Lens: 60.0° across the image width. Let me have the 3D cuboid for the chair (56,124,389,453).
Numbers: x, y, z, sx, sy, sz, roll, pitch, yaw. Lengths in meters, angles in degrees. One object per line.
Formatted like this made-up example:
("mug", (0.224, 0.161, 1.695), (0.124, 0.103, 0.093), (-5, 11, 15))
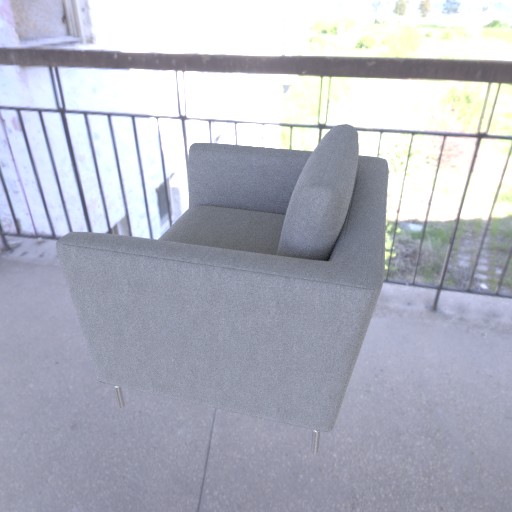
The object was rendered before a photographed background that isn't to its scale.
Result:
("chair", (0.000, 0.000, 1.666), (0.889, 0.864, 1.041), (8, 31, 13))
